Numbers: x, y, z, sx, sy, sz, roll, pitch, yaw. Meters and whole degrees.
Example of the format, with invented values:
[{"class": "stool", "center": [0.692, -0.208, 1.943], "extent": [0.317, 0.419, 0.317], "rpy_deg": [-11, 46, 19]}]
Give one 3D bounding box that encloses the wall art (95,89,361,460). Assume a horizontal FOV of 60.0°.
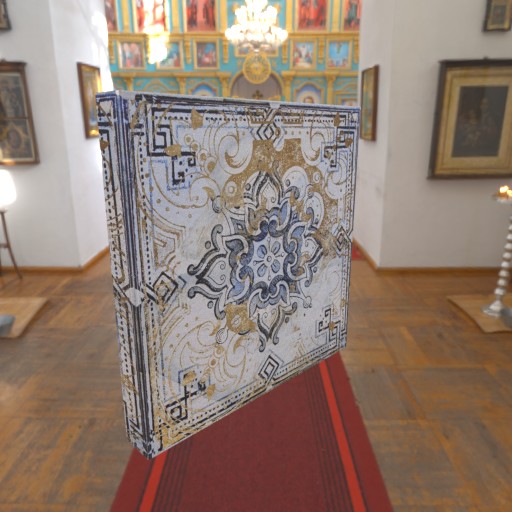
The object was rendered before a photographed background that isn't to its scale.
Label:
[{"class": "wall art", "center": [0.000, 0.000, 0.462], "extent": [0.302, 0.306, 0.038], "rpy_deg": [-15, 21, -43]}]
